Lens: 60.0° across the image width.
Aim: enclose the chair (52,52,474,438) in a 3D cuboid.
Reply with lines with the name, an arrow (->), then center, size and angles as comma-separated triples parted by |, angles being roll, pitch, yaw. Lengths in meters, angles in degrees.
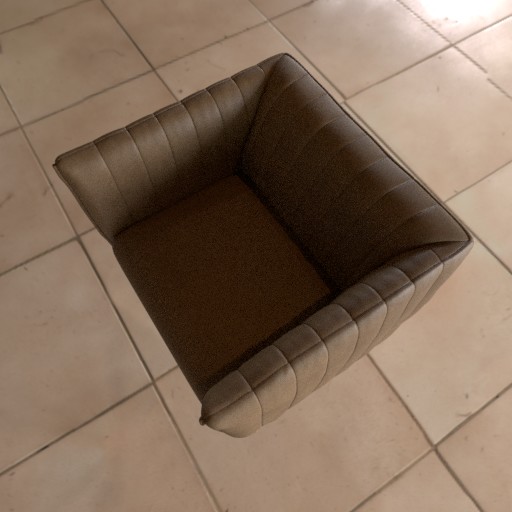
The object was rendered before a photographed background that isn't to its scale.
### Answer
chair -> 0.000, 0.000, 1.590 | 0.876, 0.779, 0.981 | -31, 68, -14
